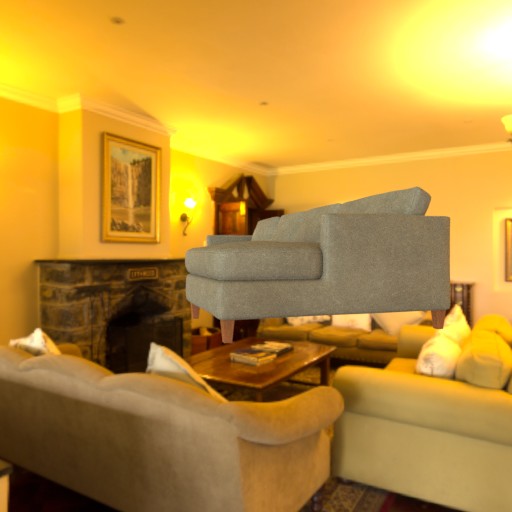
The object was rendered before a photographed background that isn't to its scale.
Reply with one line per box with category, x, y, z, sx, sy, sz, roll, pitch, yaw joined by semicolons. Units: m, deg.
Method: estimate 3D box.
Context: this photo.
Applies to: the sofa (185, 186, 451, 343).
sofa;0.000;0.000;4.274;1.604;0.950;3.471;0;0;-18
